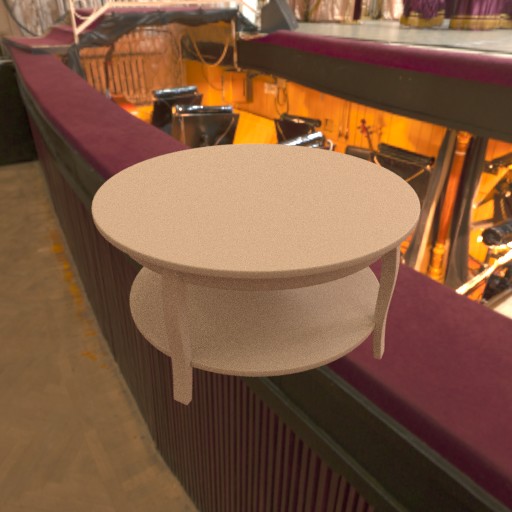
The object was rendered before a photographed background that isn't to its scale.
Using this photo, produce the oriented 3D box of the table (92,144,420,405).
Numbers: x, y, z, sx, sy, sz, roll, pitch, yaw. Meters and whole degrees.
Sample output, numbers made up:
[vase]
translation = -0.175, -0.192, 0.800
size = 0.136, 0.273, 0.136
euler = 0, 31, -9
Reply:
[table]
translation = 0.000, 0.000, 1.402
size = 0.910, 0.457, 0.910
euler = 0, 30, 0
